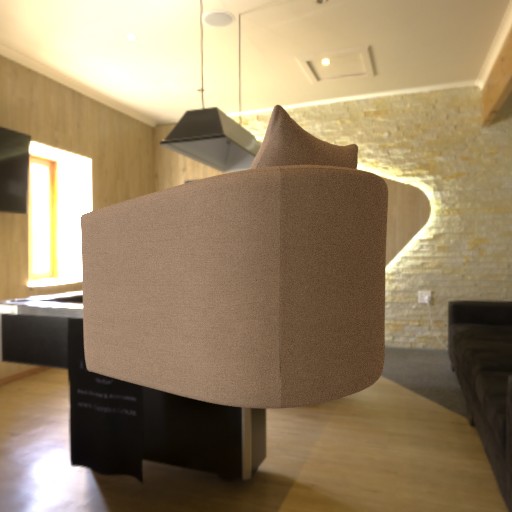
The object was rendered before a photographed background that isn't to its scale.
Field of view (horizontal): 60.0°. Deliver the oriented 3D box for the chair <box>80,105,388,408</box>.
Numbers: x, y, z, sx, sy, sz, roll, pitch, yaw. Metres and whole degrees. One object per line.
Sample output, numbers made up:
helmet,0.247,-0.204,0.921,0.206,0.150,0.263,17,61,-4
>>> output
chair,0.000,0.000,1.599,0.910,0.848,0.845,1,2,35
